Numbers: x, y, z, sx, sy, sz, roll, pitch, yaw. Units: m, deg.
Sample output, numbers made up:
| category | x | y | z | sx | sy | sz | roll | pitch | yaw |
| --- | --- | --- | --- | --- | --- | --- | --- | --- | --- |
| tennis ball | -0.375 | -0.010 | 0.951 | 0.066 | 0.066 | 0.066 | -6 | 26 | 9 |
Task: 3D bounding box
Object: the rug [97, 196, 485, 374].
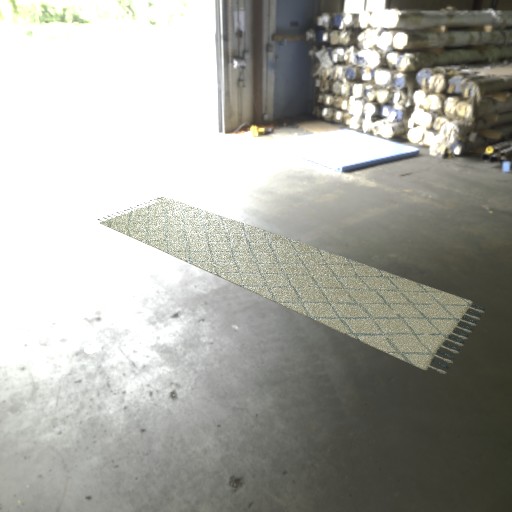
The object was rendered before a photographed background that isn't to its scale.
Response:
| category | x | y | z | sx | sy | sz | roll | pitch | yaw |
| --- | --- | --- | --- | --- | --- | --- | --- | --- | --- |
| rug | 0.000 | 0.000 | 2.582 | 2.372 | 0.008 | 0.620 | 21 | 35 | 34 |
